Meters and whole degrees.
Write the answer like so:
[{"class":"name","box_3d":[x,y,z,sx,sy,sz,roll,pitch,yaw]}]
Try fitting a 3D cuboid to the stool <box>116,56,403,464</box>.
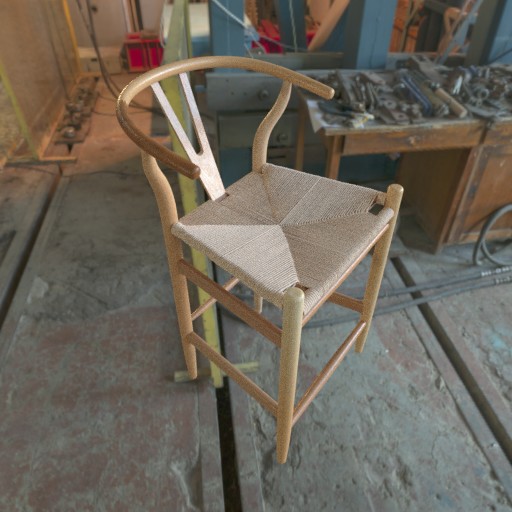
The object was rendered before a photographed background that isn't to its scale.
[{"class":"stool","box_3d":[0.000,0.000,1.237,0.575,0.923,0.536,25,46,27]}]
